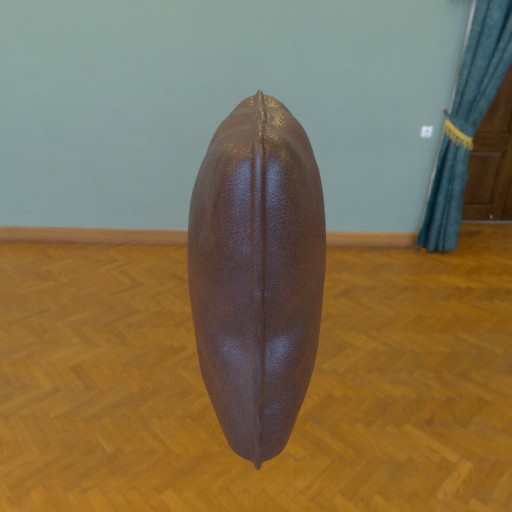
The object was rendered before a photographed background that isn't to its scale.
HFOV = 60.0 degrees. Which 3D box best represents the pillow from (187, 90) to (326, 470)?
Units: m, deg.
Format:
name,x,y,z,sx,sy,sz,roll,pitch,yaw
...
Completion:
name,x,y,z,sx,sy,sz,roll,pitch,yaw
pillow,0.000,0.000,0.802,0.236,0.523,0.532,0,26,1
